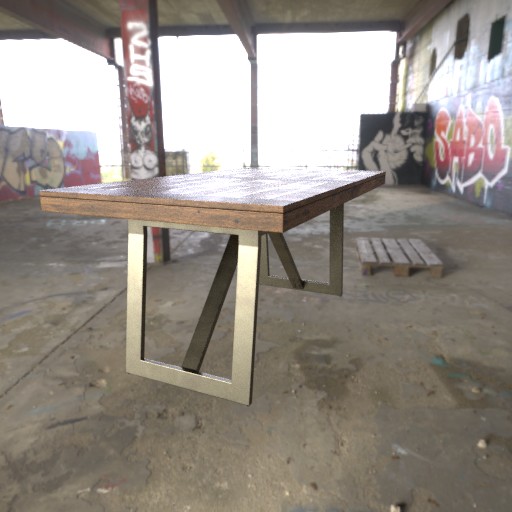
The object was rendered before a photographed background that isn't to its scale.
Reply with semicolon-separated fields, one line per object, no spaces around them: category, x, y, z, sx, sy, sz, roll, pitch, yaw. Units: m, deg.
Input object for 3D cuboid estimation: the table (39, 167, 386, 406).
table;0.000;0.000;2.192;0.931;0.757;1.641;7;16;24
